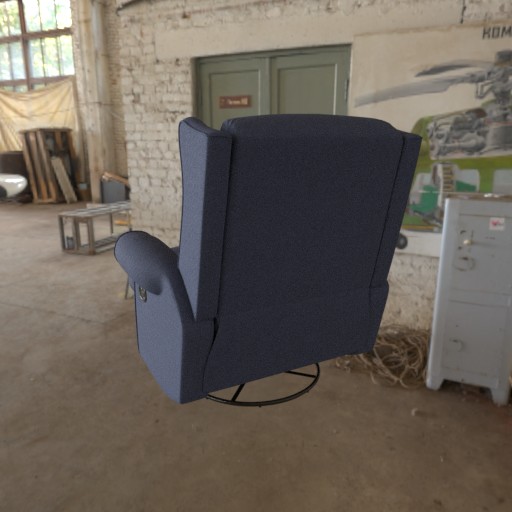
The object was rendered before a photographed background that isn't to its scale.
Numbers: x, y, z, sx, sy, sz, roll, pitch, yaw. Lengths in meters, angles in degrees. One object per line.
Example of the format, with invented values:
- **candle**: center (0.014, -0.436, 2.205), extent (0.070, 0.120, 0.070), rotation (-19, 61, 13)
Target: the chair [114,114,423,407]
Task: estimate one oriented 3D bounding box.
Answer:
- **chair**: center (0.000, 0.000, 1.726), extent (0.971, 1.020, 0.877), rotation (-8, 16, -28)
